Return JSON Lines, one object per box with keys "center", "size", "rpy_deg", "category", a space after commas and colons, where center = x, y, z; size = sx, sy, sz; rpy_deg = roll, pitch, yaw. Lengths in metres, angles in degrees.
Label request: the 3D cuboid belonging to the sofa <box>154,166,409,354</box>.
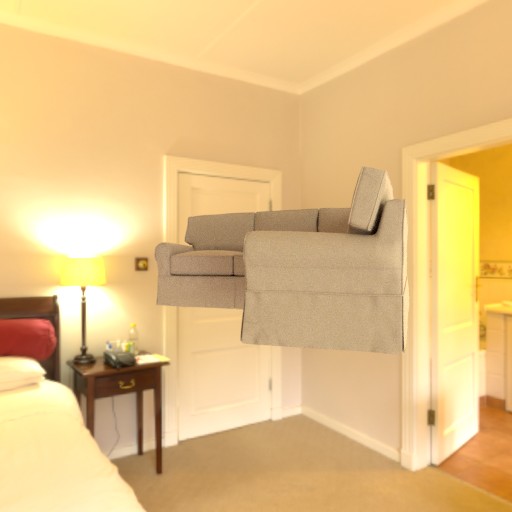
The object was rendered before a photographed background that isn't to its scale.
{"center": [0.000, 0.000, 4.192], "size": [2.730, 1.124, 2.733], "rpy_deg": [0, 0, 19], "category": "sofa"}
